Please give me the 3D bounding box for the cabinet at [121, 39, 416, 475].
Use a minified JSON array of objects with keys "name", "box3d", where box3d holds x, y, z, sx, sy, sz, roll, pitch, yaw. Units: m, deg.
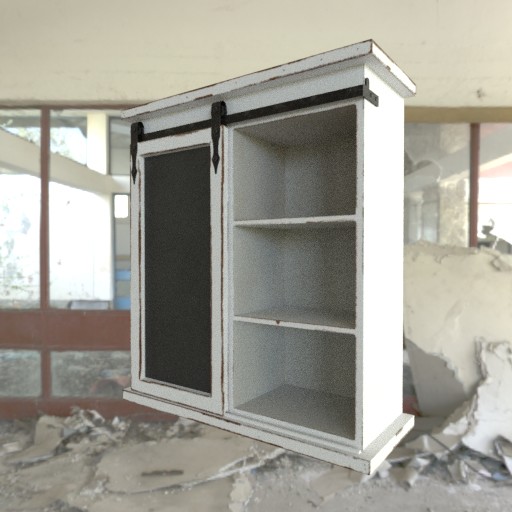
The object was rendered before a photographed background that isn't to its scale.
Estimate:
[{"name":"cabinet","box3d":[0.000,0.000,0.854,0.541,0.603,0.210,1,1,36]}]
